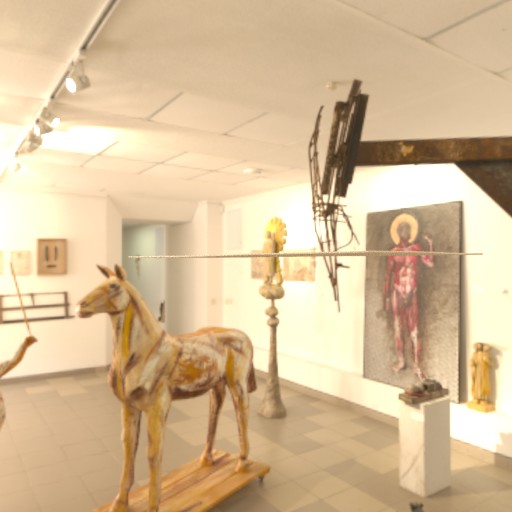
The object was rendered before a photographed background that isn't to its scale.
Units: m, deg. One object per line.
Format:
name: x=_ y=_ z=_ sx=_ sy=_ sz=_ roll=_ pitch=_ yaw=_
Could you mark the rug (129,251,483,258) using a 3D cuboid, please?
rug: x=0.000 y=0.000 z=2.759 sx=0.770 sy=0.016 sz=2.442 roll=0 pitch=-1 yaw=-35
